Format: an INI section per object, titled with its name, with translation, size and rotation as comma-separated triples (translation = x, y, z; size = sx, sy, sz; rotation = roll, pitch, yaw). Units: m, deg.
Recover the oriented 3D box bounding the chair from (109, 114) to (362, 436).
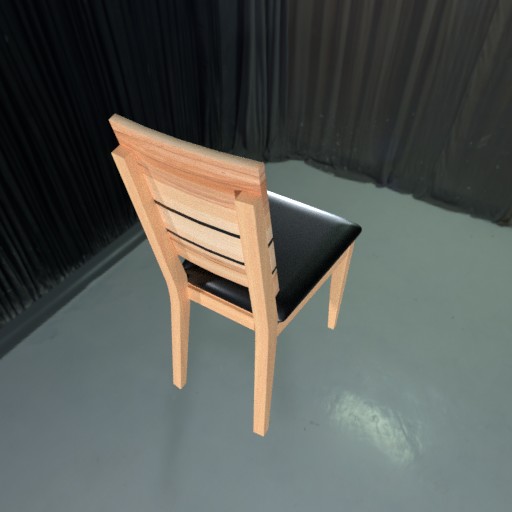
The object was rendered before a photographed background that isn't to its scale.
[chair]
translation = 0.000, 0.000, 1.183
size = 0.410, 0.940, 0.520
rotation = 23, 50, 21
